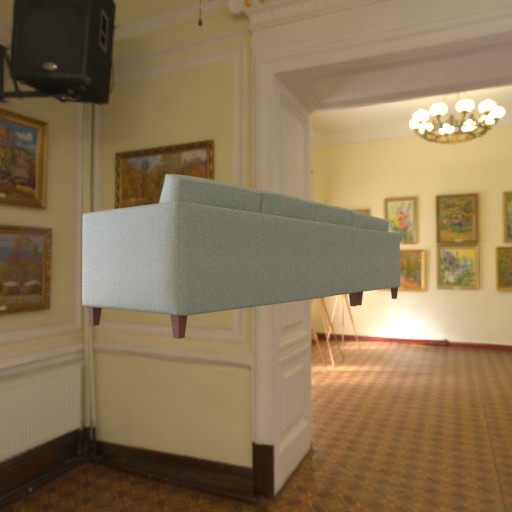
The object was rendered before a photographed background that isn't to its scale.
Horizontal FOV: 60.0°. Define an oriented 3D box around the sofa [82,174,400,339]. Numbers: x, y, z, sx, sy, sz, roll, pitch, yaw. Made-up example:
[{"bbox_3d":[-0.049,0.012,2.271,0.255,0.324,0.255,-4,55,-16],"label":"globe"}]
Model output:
[{"bbox_3d":[0.000,0.000,4.208,1.600,0.953,3.470,-1,-1,37],"label":"sofa"}]
